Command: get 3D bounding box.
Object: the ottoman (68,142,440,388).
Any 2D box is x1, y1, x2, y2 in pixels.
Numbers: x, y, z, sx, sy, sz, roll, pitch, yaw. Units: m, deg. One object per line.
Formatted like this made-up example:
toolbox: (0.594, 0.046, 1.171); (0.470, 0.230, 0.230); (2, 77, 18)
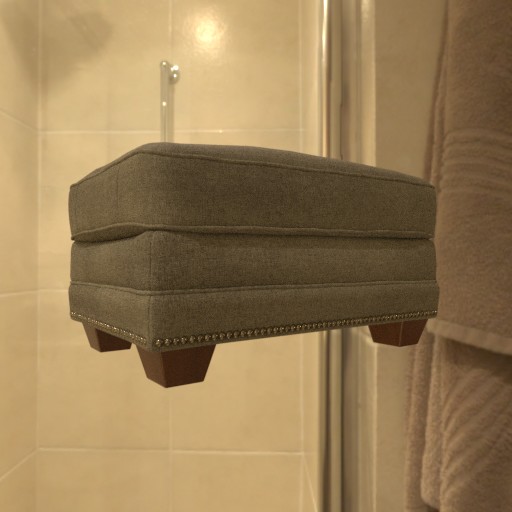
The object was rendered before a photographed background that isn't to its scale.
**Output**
ottoman: (0.000, 0.000, 1.130); (0.813, 0.457, 0.561); (1, -1, -36)
